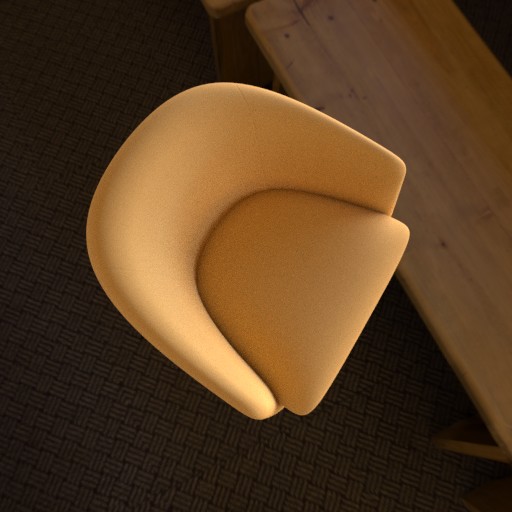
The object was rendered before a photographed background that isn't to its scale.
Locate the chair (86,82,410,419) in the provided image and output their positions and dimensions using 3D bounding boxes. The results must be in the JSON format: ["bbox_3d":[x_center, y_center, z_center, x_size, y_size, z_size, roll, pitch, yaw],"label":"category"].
[{"bbox_3d":[0.000,0.000,1.349,0.767,0.698,0.773,31,77,8],"label":"chair"}]
